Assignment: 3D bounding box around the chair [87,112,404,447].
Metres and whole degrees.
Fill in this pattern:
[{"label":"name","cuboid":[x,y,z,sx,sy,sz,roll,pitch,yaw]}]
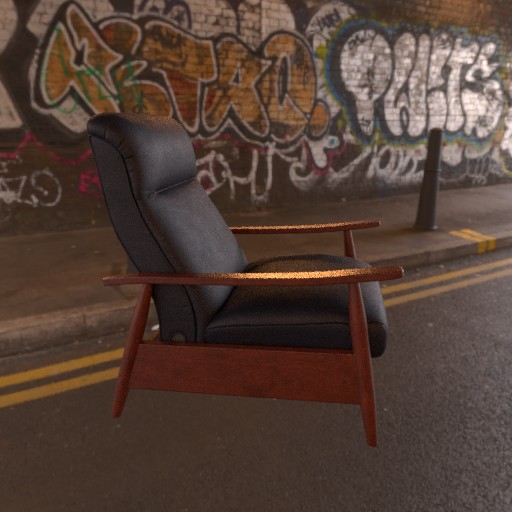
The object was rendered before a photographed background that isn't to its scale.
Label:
[{"label":"chair","cuboid":[0.000,0.000,1.762,1.014,1.082,0.762,3,17,9]}]
